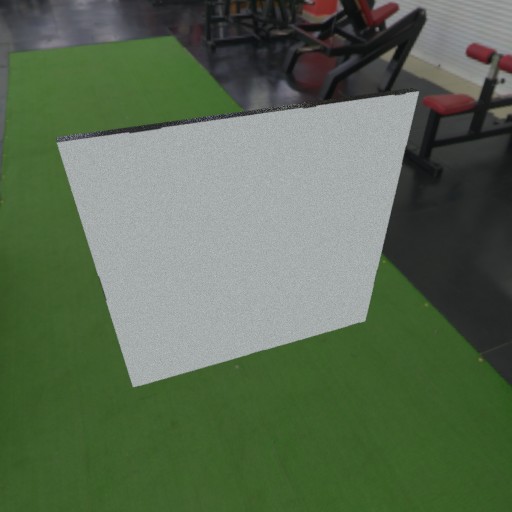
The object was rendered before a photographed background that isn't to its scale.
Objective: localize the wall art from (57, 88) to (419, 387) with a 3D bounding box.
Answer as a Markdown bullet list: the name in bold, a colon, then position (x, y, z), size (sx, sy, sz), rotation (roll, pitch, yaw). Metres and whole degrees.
- **wall art**: position (0.000, 0.000, 0.667), size (0.446, 0.445, 0.014), rotation (-13, 42, -15)
